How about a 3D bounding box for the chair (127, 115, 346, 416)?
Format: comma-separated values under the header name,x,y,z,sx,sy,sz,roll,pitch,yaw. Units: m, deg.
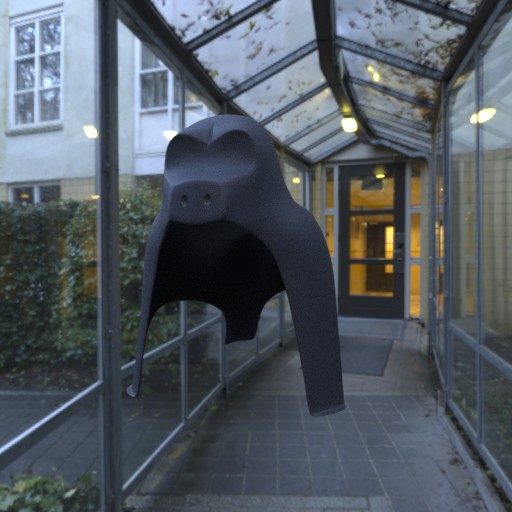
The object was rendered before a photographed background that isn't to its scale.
name,x,y,z,sx,sy,sz,roll,pitch,yaw
chair,0.000,0.000,1.141,0.490,0.600,0.758,0,1,16
